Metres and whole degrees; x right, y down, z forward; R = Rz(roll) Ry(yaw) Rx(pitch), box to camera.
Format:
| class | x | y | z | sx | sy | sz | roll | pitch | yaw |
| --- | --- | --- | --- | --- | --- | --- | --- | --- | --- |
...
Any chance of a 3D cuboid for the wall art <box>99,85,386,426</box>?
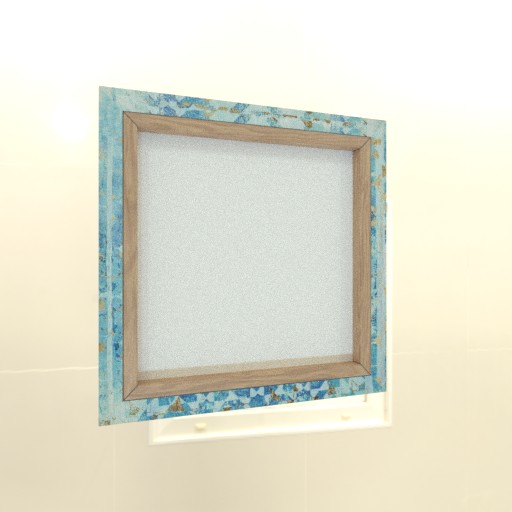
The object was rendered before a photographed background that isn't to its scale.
| class | x | y | z | sx | sy | sz | roll | pitch | yaw |
| --- | --- | --- | --- | --- | --- | --- | --- | --- | --- |
| wall art | 0.000 | 0.000 | 0.910 | 0.609 | 0.609 | 0.040 | 0 | 0 | -19 |
